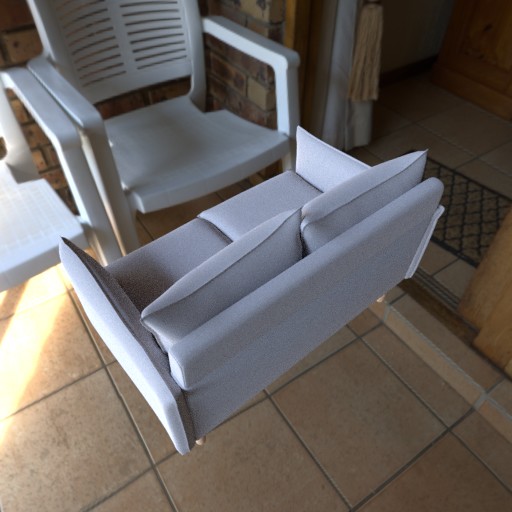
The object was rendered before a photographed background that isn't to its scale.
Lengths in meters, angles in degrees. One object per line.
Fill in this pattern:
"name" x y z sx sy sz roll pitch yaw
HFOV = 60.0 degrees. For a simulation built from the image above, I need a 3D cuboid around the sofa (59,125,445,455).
"sofa" 0.000 0.000 1.807 1.300 0.840 0.820 -31 54 -26
